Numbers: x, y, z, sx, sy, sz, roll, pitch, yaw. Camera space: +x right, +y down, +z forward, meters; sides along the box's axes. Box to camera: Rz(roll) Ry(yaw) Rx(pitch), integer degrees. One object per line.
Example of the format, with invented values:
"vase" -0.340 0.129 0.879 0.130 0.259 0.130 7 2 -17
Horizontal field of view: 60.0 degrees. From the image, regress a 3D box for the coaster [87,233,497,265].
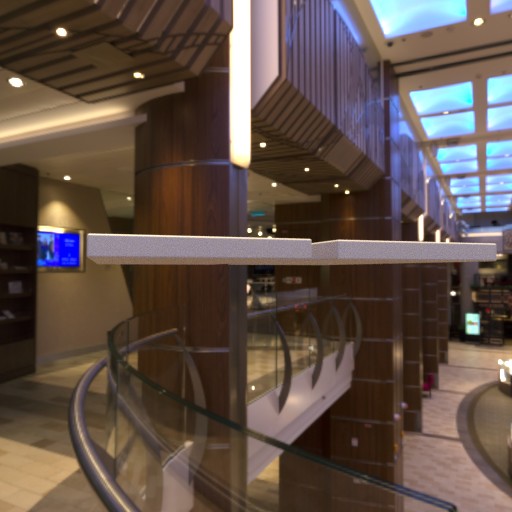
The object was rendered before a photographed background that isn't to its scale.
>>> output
"coaster" 0.000 0.000 0.319 0.219 0.010 0.214 1 -2 -19
